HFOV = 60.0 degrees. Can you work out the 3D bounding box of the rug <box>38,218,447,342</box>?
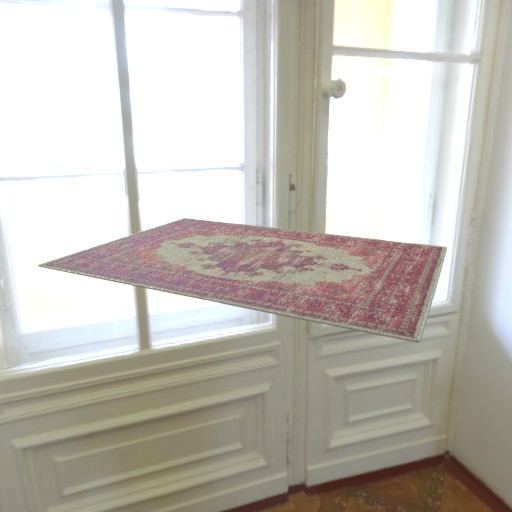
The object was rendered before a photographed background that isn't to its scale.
[{"bbox_3d":[0.000,0.000,3.755,2.878,0.014,2.005,8,19,25],"label":"rug"}]
